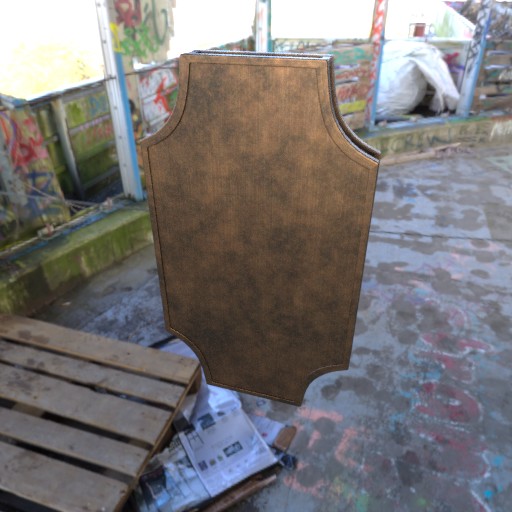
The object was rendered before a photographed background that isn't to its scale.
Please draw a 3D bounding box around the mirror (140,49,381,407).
[{"bbox_3d":[0.000,0.000,0.972,0.462,0.811,0.066,9,32,15],"label":"mirror"}]
